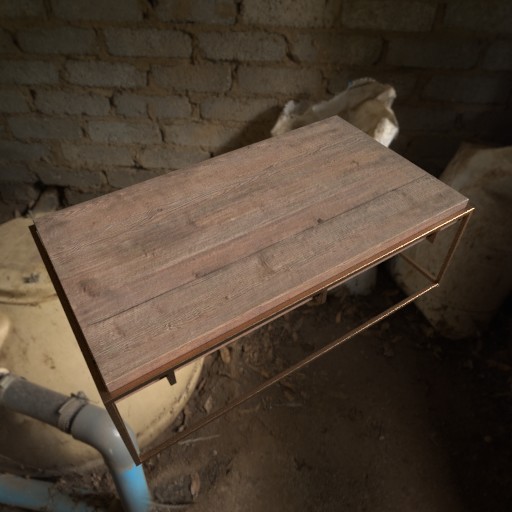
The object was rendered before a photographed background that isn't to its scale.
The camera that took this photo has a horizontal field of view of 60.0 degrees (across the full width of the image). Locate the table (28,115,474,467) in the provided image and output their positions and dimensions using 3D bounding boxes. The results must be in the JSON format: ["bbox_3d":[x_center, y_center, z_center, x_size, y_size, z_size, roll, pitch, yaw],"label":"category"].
[{"bbox_3d":[0.000,0.000,1.714,1.387,0.468,0.775,-25,50,-22],"label":"table"}]
